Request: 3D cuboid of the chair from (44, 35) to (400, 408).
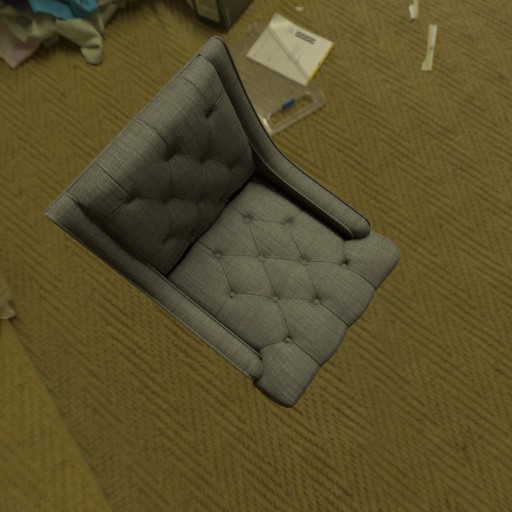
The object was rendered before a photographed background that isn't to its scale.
[{"bbox_3d":[0.000,0.000,1.445,0.771,0.891,0.655,37,78,9],"label":"chair"}]
